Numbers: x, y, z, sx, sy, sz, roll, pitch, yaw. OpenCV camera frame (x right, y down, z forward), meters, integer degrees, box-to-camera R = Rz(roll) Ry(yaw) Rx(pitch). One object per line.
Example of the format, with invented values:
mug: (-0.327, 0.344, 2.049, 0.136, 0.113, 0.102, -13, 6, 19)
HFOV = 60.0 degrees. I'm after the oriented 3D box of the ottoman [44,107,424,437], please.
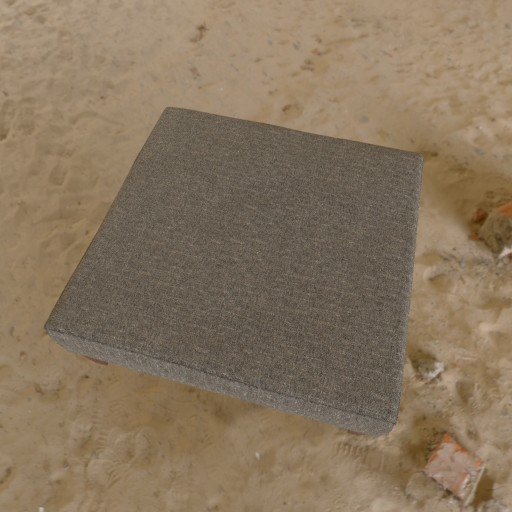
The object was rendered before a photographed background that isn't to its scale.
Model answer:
ottoman: (0.000, 0.000, 1.548, 1.016, 0.379, 0.981, 13, 60, 8)
